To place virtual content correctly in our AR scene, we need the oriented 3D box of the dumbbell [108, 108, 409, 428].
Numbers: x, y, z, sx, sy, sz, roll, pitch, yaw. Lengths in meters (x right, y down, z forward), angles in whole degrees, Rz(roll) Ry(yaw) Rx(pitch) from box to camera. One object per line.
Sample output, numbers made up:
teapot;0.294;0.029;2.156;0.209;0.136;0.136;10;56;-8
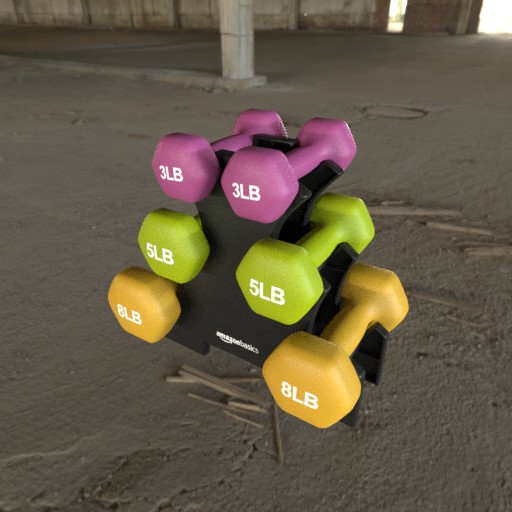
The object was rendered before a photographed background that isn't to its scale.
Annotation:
dumbbell;0.000;0.000;0.471;0.300;0.271;0.190;18;34;29
